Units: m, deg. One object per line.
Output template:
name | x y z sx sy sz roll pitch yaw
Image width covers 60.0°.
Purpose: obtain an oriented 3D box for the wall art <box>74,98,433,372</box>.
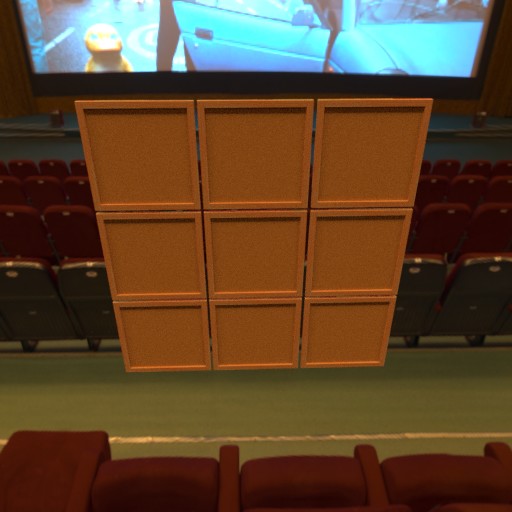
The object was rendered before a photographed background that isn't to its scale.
wall art | 0.000 0.000 1.350 0.911 0.910 0.012 -1 29 -2
